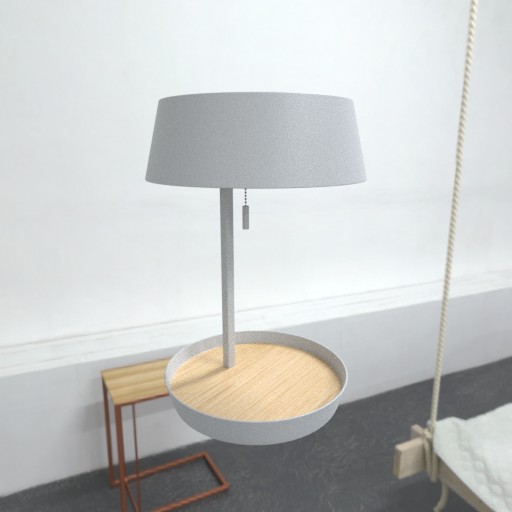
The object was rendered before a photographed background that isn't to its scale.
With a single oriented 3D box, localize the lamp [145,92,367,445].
[{"bbox_3d":[0.000,0.000,0.624,0.291,0.429,0.291,0,14,0],"label":"lamp"}]
